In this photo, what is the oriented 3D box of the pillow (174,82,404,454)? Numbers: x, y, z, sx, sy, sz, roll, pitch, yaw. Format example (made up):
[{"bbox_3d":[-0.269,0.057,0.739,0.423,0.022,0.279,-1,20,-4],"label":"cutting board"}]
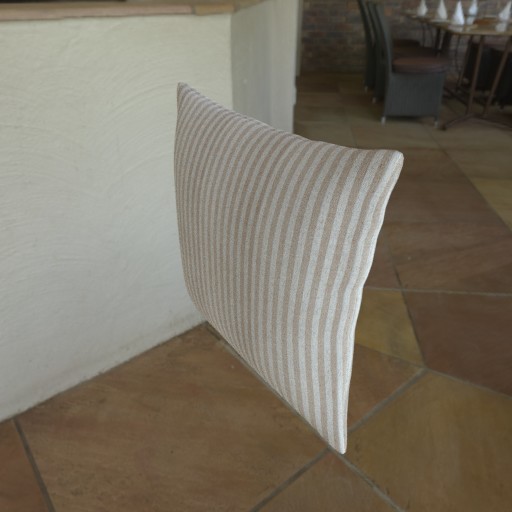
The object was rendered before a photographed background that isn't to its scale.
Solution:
[{"bbox_3d":[0.000,0.000,0.783,0.166,0.510,0.523,-20,37,-30],"label":"pillow"}]
